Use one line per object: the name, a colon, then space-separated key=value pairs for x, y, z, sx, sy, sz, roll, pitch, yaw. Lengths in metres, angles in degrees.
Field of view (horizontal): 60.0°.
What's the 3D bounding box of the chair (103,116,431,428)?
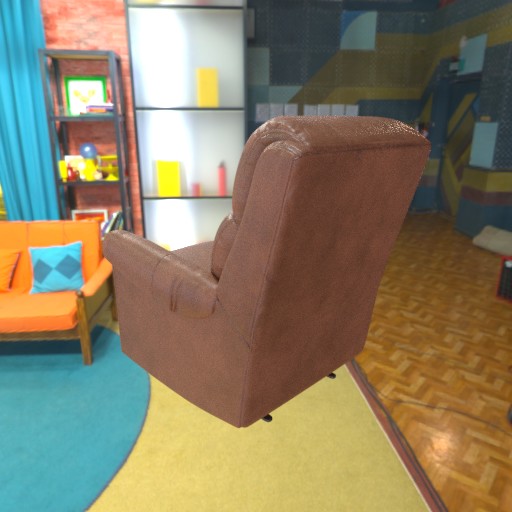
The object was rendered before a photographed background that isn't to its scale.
chair: x=0.000 y=0.000 z=1.754 sx=1.014 sy=1.054 sz=0.838 roll=16 pitch=23 yaw=42
